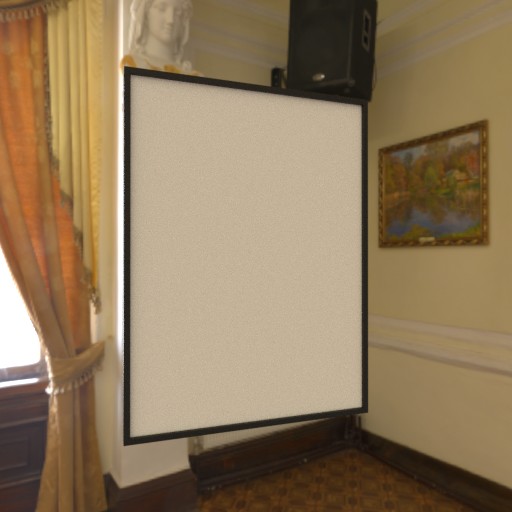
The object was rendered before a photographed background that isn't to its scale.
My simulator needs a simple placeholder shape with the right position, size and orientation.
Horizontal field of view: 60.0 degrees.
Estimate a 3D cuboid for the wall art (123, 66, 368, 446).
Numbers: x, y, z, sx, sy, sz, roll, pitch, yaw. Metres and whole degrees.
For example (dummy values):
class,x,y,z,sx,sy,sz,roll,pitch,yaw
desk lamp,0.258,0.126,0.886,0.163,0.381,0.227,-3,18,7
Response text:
class,x,y,z,sx,sy,sz,roll,pitch,yaw
wall art,0.000,0.000,1.398,0.802,1.070,0.036,0,0,-20
